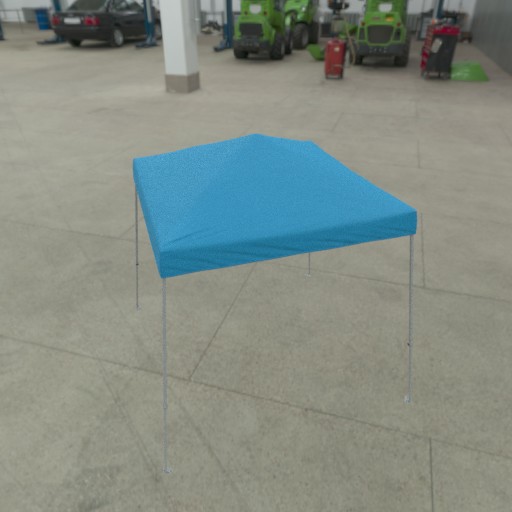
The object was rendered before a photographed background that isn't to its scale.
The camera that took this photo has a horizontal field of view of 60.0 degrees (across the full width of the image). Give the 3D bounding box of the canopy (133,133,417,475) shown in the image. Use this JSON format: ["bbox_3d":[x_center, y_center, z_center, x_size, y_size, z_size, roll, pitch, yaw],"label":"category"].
[{"bbox_3d":[0.000,0.000,5.164,2.850,2.850,2.849,-10,32,-16],"label":"canopy"}]
